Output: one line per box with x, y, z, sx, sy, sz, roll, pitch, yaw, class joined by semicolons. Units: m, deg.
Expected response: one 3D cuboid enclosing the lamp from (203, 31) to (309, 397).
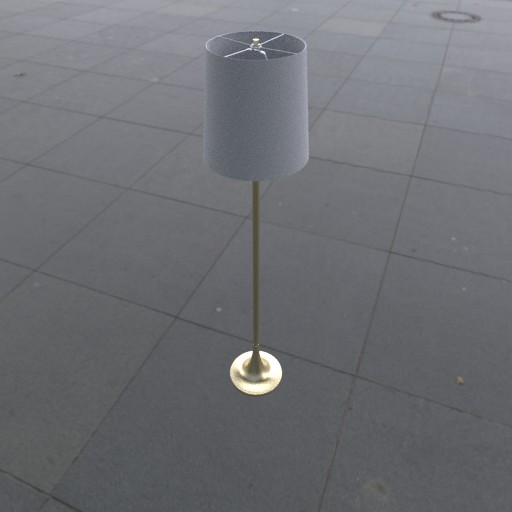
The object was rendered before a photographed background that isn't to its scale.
0.000;0.000;1.701;0.337;1.543;0.337;0;41;0;lamp
